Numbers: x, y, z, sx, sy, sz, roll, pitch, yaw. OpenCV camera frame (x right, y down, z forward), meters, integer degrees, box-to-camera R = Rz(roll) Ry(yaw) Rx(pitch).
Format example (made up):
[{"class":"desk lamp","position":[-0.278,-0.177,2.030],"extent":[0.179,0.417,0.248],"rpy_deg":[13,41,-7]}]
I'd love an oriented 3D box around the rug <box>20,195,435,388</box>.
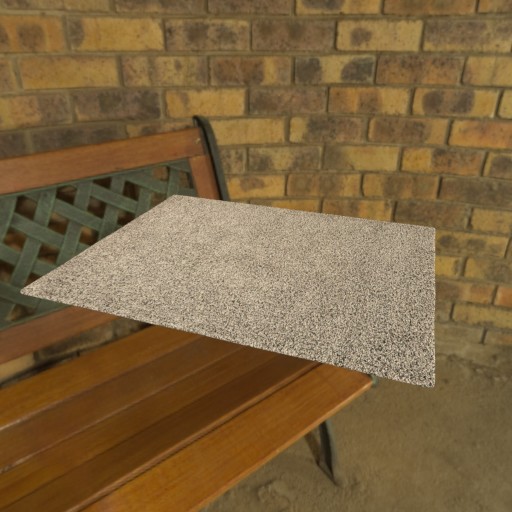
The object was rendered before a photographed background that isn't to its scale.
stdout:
[{"class":"rug","position":[0.000,0.000,4.006],"extent":[3.047,0.029,2.438],"rpy_deg":[9,28,18]}]
